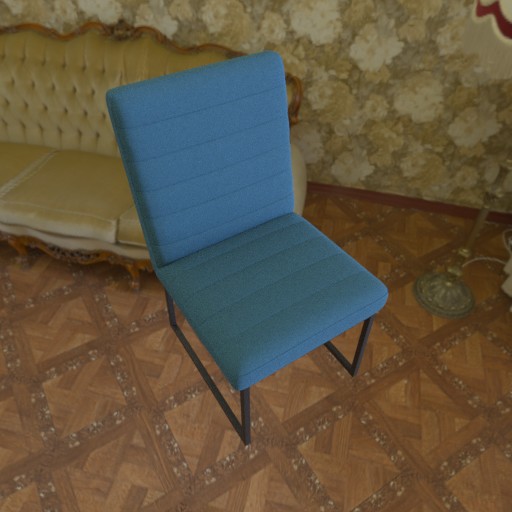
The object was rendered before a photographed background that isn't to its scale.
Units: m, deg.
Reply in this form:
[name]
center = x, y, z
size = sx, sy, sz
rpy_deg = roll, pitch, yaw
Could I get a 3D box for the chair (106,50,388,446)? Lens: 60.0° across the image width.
[chair]
center = 0.000, 0.000, 1.326
size = 0.520, 0.930, 0.634
rpy_deg = -24, 50, -23
